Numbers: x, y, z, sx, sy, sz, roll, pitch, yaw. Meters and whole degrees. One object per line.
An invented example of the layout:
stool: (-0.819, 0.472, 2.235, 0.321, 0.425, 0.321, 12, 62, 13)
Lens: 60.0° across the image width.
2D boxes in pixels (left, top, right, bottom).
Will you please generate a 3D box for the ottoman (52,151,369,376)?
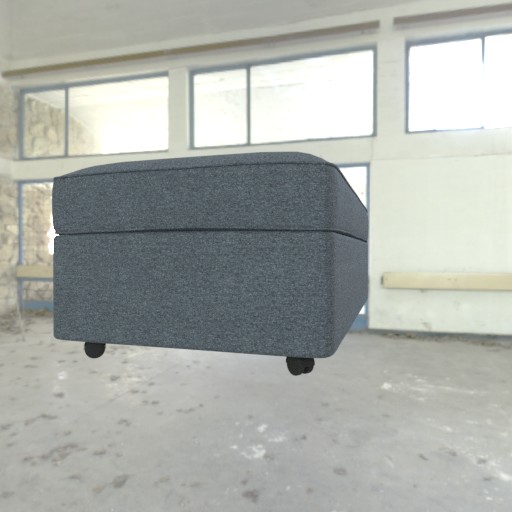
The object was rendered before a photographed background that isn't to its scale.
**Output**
ottoman: (0.000, 0.000, 1.504, 0.681, 0.494, 1.173, 0, 1, 18)
